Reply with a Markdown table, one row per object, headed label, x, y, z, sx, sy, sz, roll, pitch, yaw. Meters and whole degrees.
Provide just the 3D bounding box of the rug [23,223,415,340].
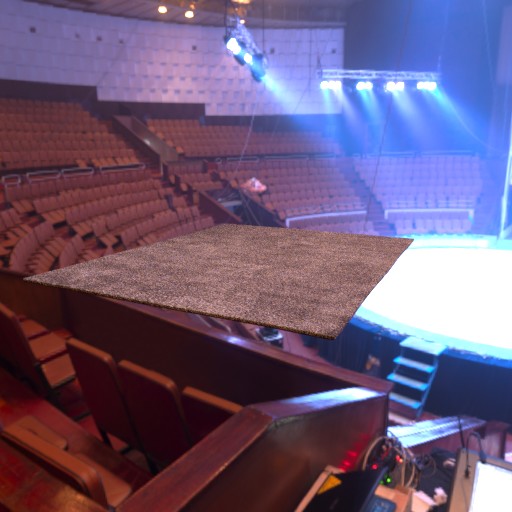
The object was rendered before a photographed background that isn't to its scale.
| label | x | y | z | sx | sy | sz | roll | pitch | yaw |
| --- | --- | --- | --- | --- | --- | --- | --- | --- | --- |
| rug | 0.000 | 0.000 | 4.088 | 2.401 | 0.025 | 3.000 | 6 | 14 | 26 |
